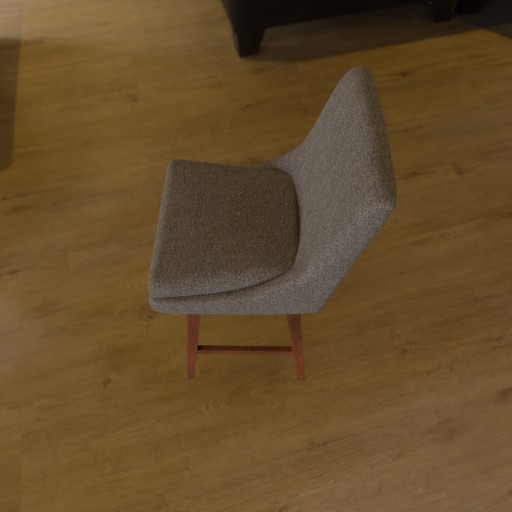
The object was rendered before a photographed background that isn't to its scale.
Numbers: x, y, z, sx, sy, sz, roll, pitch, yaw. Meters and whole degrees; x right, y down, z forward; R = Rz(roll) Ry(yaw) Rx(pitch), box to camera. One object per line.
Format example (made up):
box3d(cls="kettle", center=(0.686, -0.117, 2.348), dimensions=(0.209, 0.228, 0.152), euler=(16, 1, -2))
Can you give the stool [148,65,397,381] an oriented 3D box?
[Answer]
box3d(cls="stool", center=(0.000, 0.000, 1.399), dimensions=(0.572, 1.068, 0.489), euler=(1, 57, 0))
